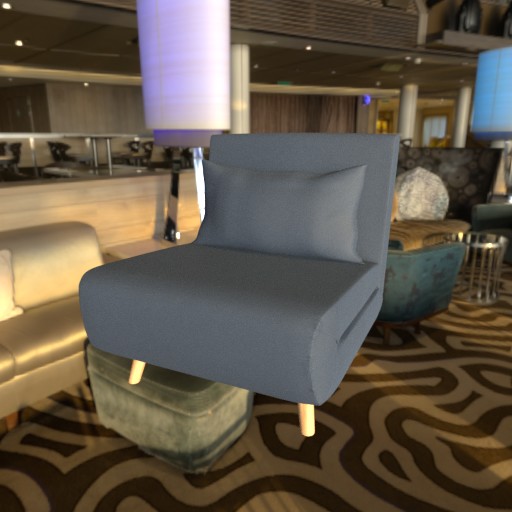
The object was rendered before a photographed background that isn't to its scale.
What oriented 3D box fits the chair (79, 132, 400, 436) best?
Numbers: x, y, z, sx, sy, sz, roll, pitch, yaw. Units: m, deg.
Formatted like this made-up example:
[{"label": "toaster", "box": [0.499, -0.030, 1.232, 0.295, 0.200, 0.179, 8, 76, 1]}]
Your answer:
[{"label": "chair", "box": [0.000, 0.000, 1.498, 0.770, 0.808, 0.900, 7, 17, 25]}]
